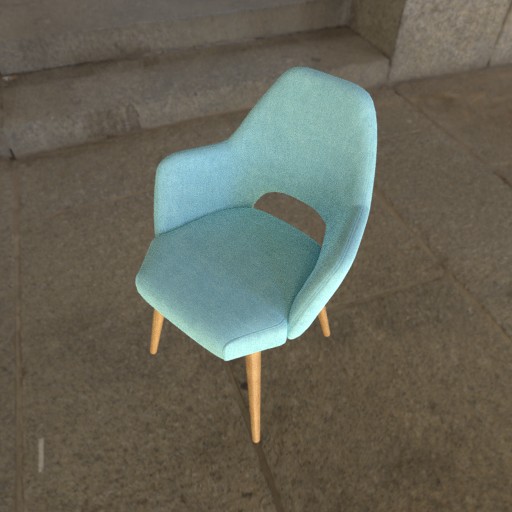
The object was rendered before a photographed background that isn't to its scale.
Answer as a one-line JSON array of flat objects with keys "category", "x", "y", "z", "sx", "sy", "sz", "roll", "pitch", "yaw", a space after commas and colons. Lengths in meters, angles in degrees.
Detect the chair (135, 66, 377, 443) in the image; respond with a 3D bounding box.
[{"category": "chair", "x": 0.000, "y": 0.000, "z": 1.250, "sx": 0.590, "sy": 0.840, "sz": 0.610, "roll": 32, "pitch": 55, "yaw": 26}]
